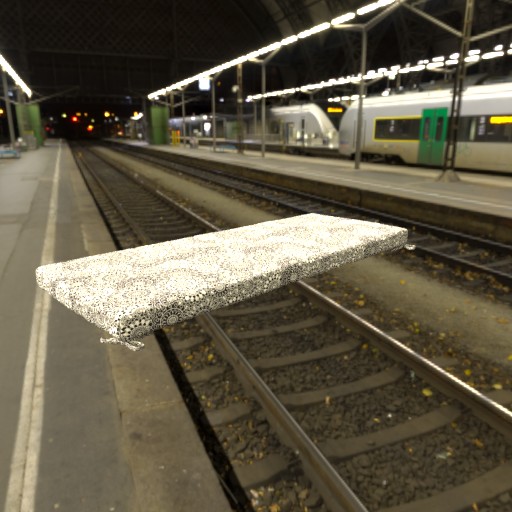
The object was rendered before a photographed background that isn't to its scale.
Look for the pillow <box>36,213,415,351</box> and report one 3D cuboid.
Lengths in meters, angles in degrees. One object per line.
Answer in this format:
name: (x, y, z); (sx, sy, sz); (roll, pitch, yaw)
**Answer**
pillow: (0.000, 0.000, 1.376); (1.187, 0.081, 0.492); (-15, 21, -42)
